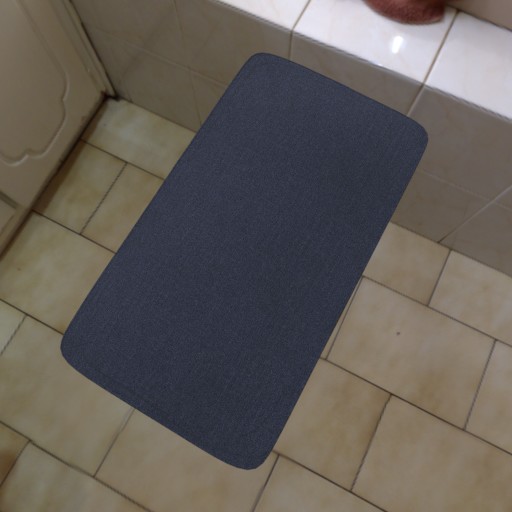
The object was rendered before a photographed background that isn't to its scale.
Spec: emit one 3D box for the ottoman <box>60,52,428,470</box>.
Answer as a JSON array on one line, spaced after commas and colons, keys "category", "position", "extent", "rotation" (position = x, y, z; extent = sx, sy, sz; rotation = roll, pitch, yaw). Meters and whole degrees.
[{"category": "ottoman", "position": [0.000, 0.000, 1.172], "extent": [0.505, 0.453, 0.895], "rotation": [28, 76, 8]}]
